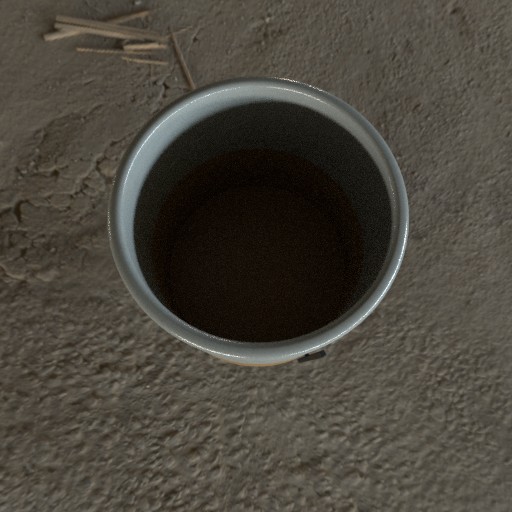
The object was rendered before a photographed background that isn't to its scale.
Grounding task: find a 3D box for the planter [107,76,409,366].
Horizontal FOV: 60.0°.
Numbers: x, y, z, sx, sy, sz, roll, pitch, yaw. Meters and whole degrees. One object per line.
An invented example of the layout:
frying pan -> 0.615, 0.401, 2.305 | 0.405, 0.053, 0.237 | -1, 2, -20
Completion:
planter -> 0.000, 0.000, 0.647 | 0.310, 0.432, 0.310 | 15, 76, 4
